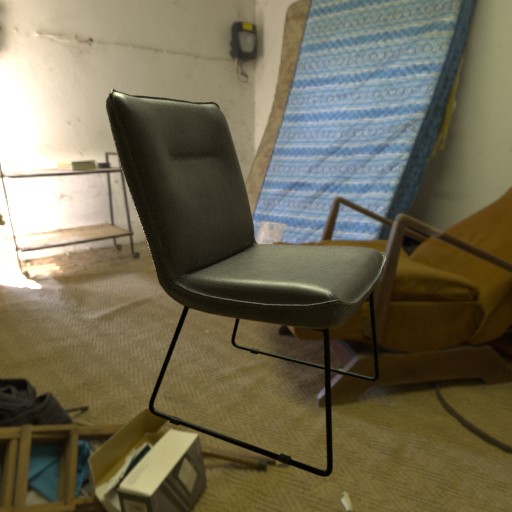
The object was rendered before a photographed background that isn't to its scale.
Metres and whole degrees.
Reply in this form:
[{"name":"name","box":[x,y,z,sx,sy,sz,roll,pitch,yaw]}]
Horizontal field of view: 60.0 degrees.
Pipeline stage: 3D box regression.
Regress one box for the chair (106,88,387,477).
[{"name":"chair","box":[0.000,0.000,1.330,0.688,0.932,0.515,8,17,27]}]
